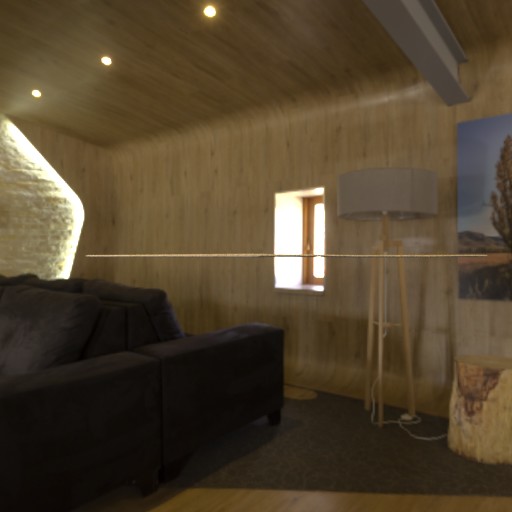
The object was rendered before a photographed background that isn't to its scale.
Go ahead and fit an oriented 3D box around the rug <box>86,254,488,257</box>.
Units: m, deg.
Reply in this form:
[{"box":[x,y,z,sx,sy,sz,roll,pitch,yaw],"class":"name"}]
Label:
[{"box":[0.000,0.000,5.128,2.782,0.025,3.935,0,0,-36],"class":"rug"}]
